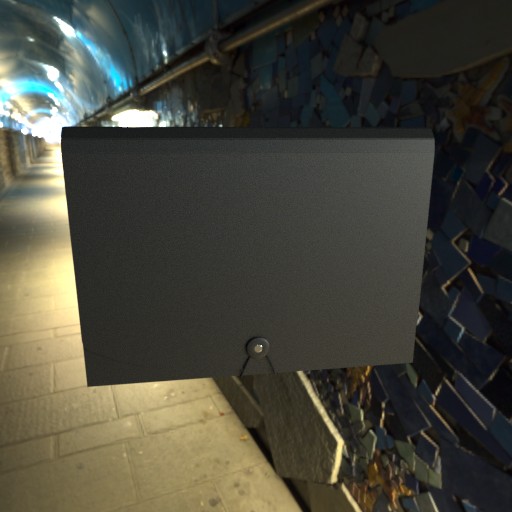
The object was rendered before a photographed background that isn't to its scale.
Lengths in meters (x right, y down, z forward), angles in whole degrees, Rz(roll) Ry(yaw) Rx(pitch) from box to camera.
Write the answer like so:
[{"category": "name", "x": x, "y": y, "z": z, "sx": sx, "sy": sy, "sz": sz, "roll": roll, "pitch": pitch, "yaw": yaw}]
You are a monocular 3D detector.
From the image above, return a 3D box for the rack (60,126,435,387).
[{"category": "rack", "x": 0.000, "y": 0.000, "z": 0.431, "sx": 0.330, "sy": 0.241, "sz": 0.041, "roll": -2, "pitch": 15, "yaw": -8}]
